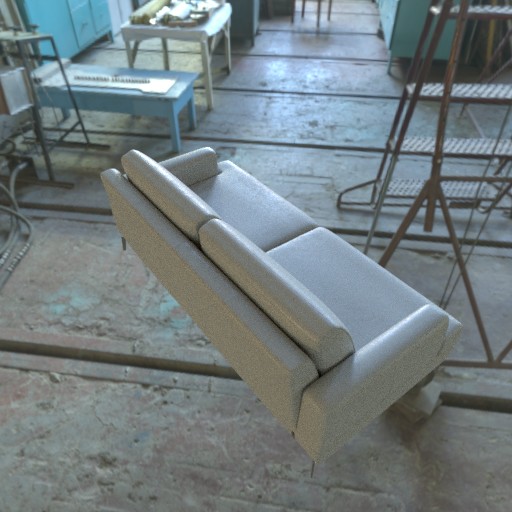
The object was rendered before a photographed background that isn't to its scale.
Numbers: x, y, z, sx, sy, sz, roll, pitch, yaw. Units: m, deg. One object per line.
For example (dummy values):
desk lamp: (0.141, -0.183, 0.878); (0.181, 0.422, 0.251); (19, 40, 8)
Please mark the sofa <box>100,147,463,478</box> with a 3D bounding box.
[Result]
sofa: (0.000, 0.000, 2.386); (0.974, 0.765, 1.940); (-27, 48, -27)
